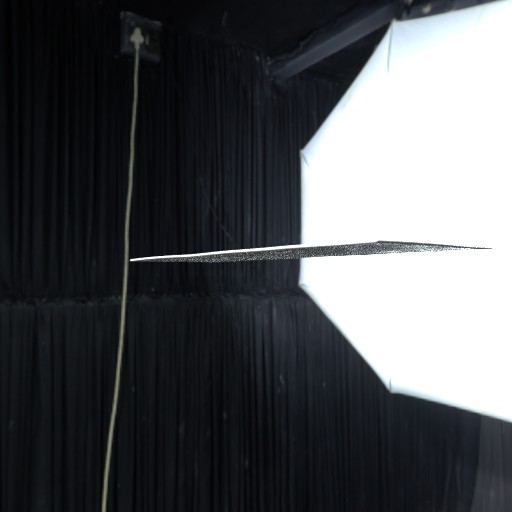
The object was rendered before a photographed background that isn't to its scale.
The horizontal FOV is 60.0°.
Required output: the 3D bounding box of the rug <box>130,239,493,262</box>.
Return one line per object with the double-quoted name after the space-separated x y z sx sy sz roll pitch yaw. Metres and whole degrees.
0.000 0.000 2.351 0.645 0.015 2.182 2 -3 -34 "rug"
